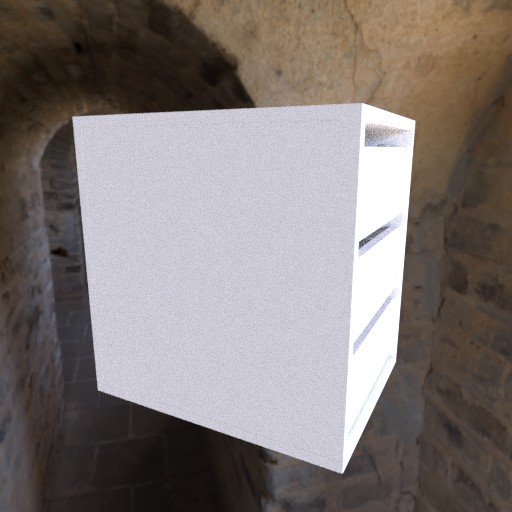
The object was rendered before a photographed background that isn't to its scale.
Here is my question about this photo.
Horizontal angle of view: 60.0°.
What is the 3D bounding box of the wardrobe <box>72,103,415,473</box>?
[{"bbox_3d":[0.000,0.000,0.878,0.500,0.520,0.400,7,15,27],"label":"wardrobe"}]
